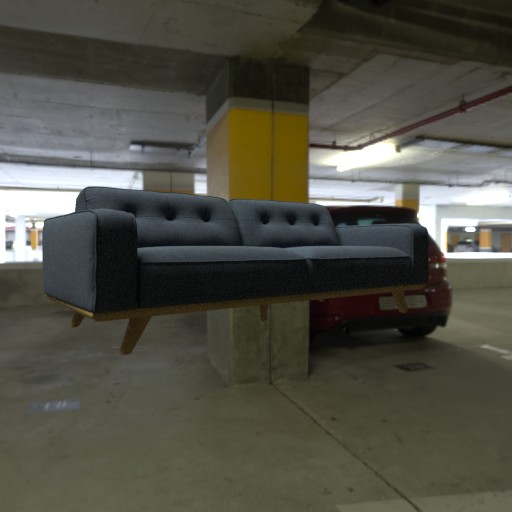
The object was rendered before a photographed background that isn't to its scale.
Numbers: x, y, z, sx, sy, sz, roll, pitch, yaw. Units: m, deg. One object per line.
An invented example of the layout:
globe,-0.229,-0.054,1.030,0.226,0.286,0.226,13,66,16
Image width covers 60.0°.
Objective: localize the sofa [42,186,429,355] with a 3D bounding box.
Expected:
sofa,0.000,0.000,2.715,2.270,0.782,0.953,-1,2,-37
